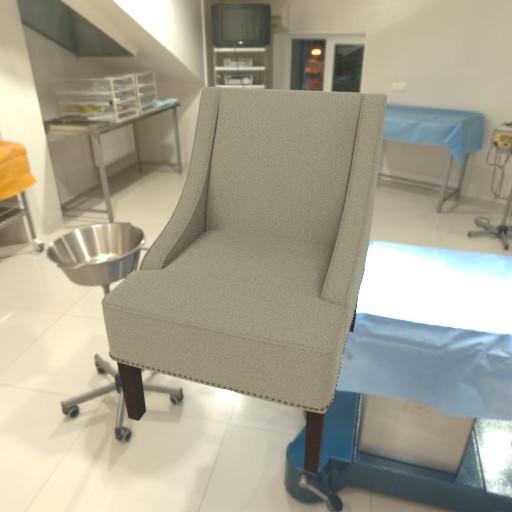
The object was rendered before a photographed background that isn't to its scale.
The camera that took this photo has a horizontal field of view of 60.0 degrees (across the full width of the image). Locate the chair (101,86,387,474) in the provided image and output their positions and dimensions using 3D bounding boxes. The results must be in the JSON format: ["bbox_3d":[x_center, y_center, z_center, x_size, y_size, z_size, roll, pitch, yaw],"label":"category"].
[{"bbox_3d":[0.000,0.000,1.322,0.610,0.864,0.737,9,28,17],"label":"chair"}]
